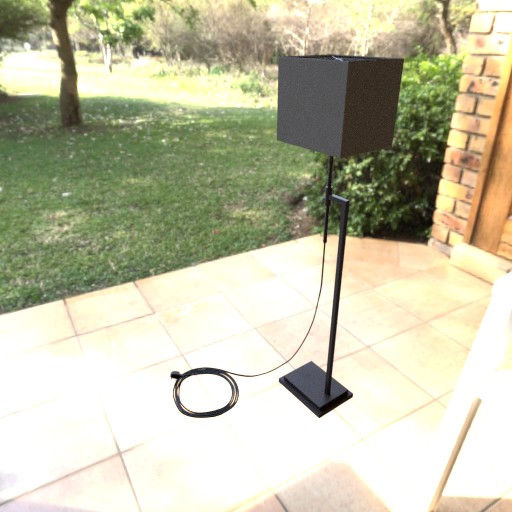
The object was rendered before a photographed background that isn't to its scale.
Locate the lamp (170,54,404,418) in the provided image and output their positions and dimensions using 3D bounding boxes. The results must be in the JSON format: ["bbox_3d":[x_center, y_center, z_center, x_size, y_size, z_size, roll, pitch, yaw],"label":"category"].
[{"bbox_3d":[0.000,0.000,1.956,0.774,1.600,0.698,-19,32,-32],"label":"lamp"}]
